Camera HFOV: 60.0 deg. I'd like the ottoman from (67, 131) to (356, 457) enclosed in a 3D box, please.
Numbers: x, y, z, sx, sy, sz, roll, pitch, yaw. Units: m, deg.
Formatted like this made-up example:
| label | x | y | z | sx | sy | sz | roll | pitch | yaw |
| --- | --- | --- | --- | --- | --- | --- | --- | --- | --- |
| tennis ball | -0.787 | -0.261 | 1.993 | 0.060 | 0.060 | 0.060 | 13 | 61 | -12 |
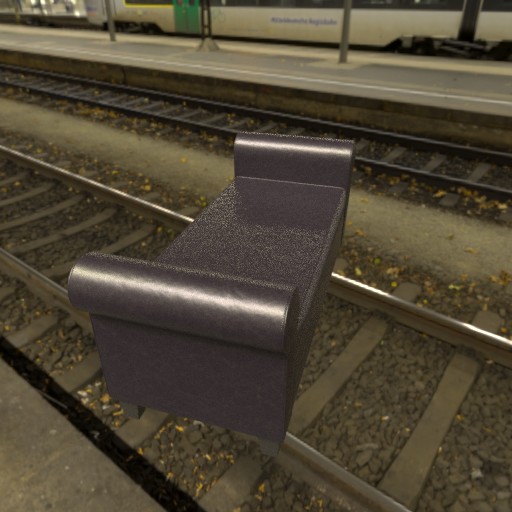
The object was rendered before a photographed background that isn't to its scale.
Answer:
| label | x | y | z | sx | sy | sz | roll | pitch | yaw |
| --- | --- | --- | --- | --- | --- | --- | --- | --- | --- |
| ottoman | 0.000 | 0.000 | 1.555 | 0.521 | 0.547 | 1.256 | 9 | 32 | 15 |
